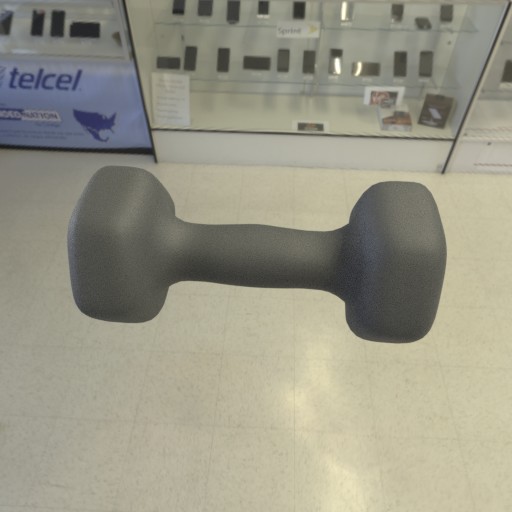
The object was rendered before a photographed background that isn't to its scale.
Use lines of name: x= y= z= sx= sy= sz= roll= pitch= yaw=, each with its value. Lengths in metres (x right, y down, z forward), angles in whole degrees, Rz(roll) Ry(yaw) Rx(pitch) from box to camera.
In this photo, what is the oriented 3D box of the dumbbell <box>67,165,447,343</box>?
dumbbell: x=0.000 y=0.000 z=0.309 sx=0.240 sy=0.105 sz=0.116 roll=4 pitch=48 yaw=4
